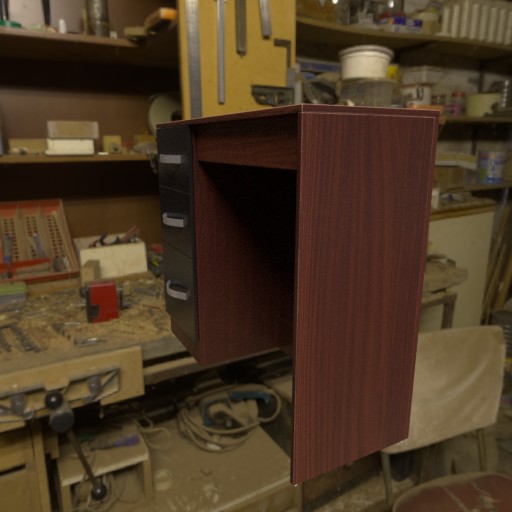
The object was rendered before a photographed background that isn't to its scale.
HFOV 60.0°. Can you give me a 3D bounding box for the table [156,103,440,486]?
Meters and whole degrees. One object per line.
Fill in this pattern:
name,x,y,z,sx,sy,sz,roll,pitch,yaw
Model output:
table,0.000,0.000,1.333,0.380,0.790,0.930,-7,16,-27
